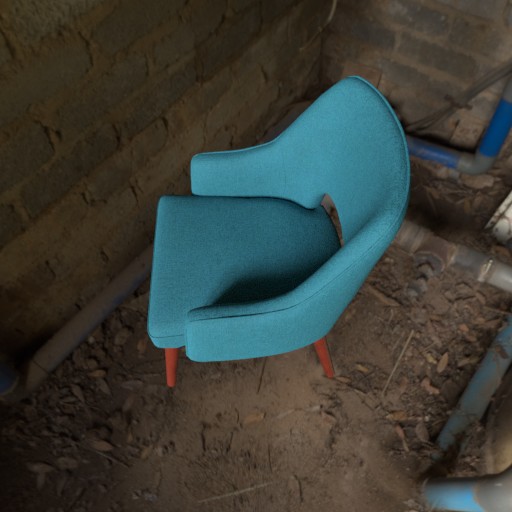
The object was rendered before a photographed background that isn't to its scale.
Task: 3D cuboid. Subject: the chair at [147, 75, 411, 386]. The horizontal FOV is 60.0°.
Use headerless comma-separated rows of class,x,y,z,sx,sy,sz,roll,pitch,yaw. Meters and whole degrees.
chair,0.000,0.000,1.217,0.605,0.849,0.548,-2,58,-2
